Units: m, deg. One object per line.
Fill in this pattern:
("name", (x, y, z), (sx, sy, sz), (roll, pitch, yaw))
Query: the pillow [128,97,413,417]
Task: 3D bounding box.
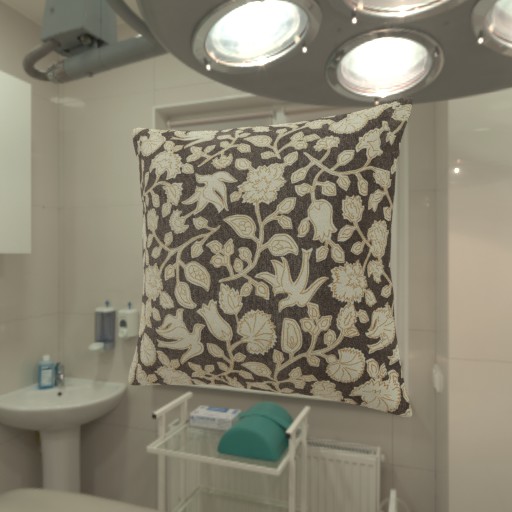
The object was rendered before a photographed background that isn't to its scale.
("pillow", (0.000, 0.000, 0.788), (0.526, 0.507, 0.166), (0, 0, 20))
